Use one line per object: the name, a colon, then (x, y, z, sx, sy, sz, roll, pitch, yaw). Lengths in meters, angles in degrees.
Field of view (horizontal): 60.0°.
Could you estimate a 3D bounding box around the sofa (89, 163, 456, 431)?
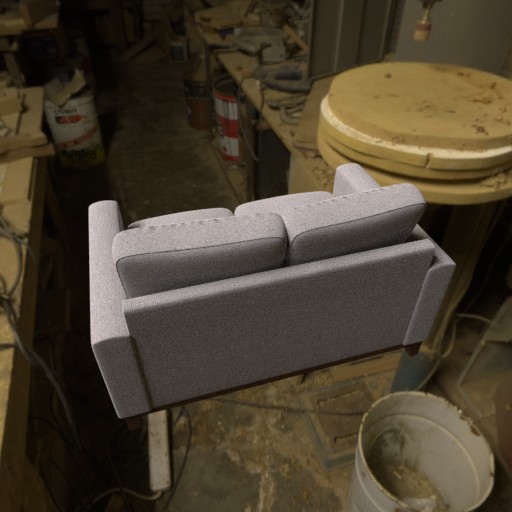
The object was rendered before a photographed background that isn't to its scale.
sofa: (0.000, 0.000, 2.054, 1.420, 0.873, 0.917, -11, 42, -13)
